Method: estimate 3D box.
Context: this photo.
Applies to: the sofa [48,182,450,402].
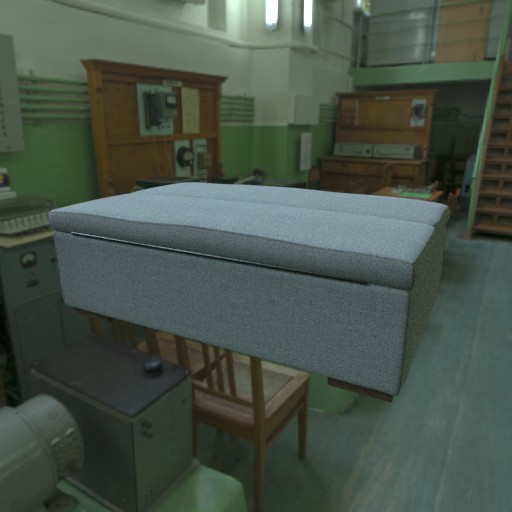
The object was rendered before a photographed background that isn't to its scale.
[{"bbox_3d":[0.000,0.000,1.661,1.250,0.434,0.817,9,19,27],"label":"sofa"}]
